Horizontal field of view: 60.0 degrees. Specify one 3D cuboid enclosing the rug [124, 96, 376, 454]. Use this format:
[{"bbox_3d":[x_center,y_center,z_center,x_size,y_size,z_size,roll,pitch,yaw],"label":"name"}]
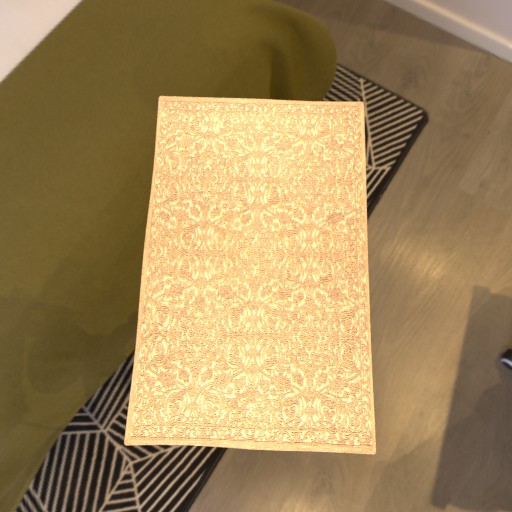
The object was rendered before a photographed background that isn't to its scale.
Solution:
[{"bbox_3d":[0.000,0.000,2.999,1.529,0.012,2.435,2,75,0],"label":"rug"}]
